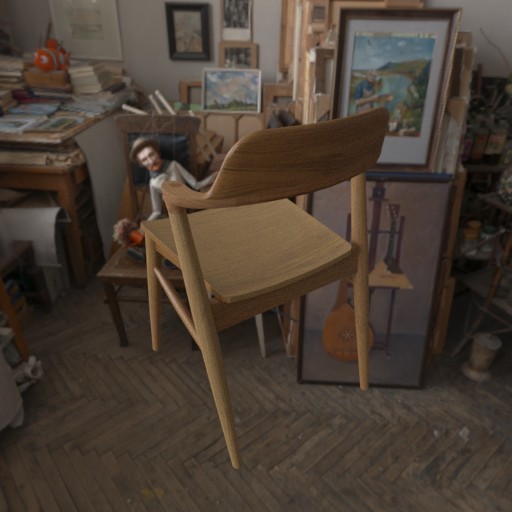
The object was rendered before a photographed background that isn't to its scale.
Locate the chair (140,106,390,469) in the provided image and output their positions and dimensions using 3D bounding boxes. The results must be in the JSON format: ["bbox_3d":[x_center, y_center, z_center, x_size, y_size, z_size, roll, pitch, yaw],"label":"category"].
[{"bbox_3d":[0.000,0.000,1.125,0.512,0.792,0.499,-19,37,-28],"label":"chair"}]
